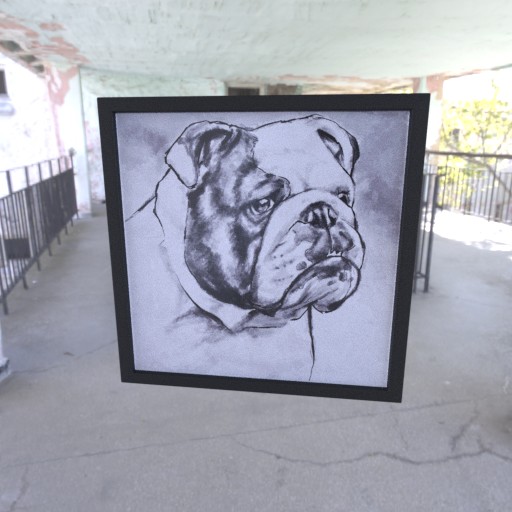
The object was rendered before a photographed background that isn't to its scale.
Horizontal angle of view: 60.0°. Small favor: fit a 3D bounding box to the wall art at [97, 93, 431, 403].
[{"bbox_3d":[0.000,0.000,0.964,0.663,0.659,0.016,2,15,7],"label":"wall art"}]
